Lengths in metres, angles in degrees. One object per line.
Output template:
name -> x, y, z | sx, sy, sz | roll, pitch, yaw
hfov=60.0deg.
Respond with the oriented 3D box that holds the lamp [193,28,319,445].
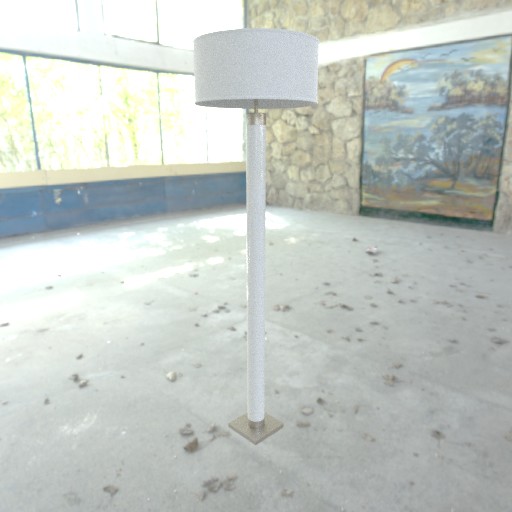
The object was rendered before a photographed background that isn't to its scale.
lamp -> 0.000, 0.000, 1.655 | 0.420, 1.475, 0.420 | -14, 20, -43
